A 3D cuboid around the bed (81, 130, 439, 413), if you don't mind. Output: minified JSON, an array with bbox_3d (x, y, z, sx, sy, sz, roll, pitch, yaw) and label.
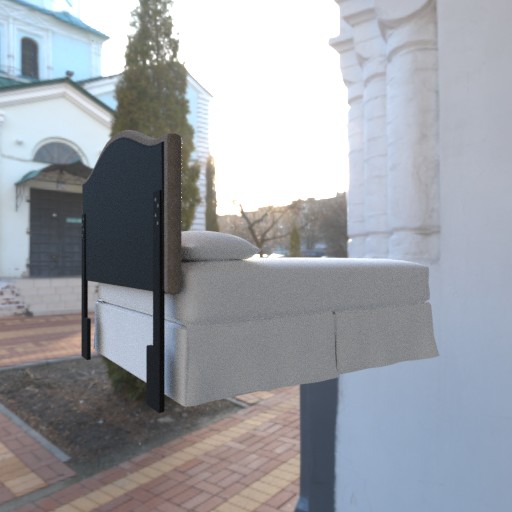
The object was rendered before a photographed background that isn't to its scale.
[{"bbox_3d":[0.000,0.000,3.342,2.153,1.518,1.713,0,0,-35],"label":"bed"}]
